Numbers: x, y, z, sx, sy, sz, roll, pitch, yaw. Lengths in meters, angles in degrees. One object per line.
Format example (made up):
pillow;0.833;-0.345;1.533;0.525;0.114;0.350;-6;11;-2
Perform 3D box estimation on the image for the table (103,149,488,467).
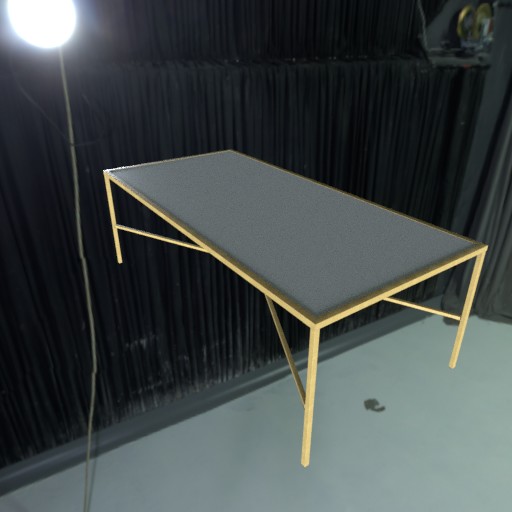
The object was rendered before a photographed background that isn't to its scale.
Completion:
table;0.000;0.000;1.497;0.580;0.398;1.206;-18;32;-31
